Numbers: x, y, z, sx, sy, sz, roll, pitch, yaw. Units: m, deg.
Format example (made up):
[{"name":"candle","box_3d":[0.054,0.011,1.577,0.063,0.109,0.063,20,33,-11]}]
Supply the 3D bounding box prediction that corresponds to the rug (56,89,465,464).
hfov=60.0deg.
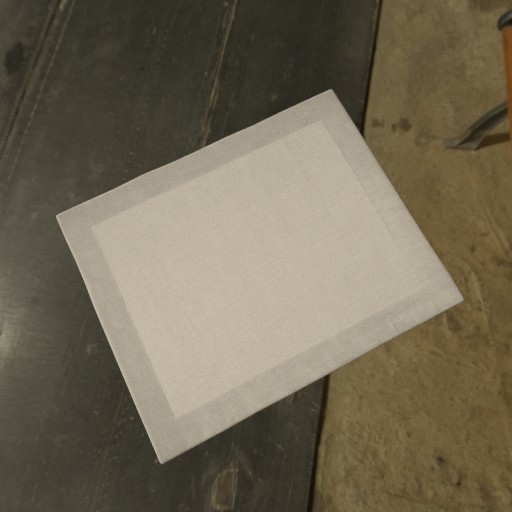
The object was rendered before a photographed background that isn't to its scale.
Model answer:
[{"name":"rug","box_3d":[0.000,0.000,4.046,2.976,0.018,2.430,-26,77,-7]}]
